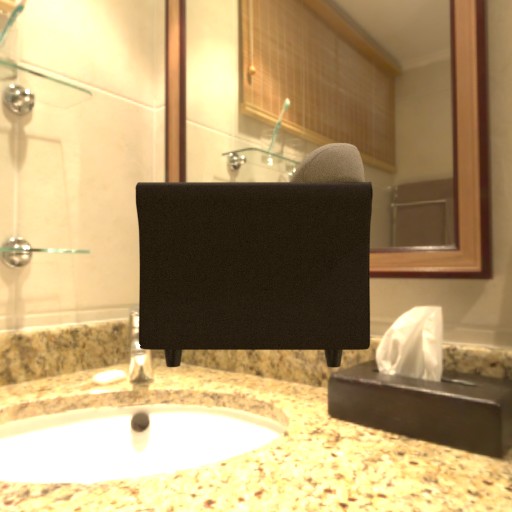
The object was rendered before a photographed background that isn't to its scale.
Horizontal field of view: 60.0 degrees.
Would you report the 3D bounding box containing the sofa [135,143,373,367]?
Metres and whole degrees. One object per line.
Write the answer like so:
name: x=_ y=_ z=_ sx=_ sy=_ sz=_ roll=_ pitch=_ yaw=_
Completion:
sofa: x=0.000 y=0.000 z=2.389 sx=0.755 sy=0.787 sz=2.001 roll=0 pitch=-1 yaw=0
